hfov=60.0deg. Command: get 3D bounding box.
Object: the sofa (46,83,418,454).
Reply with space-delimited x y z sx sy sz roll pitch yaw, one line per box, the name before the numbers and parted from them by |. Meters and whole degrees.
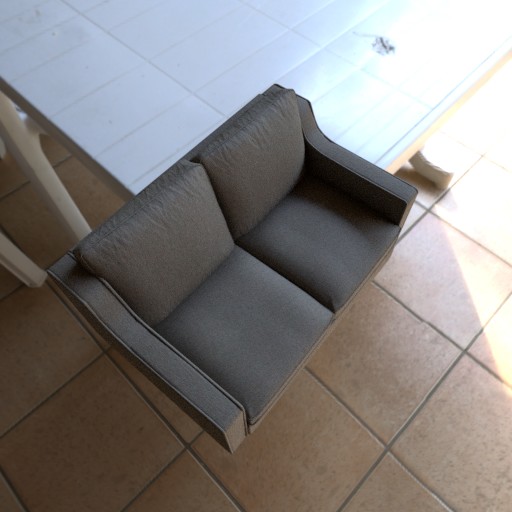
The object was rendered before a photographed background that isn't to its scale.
sofa | 0.000 0.000 2.211 0.985 0.981 1.503 35 65 19
